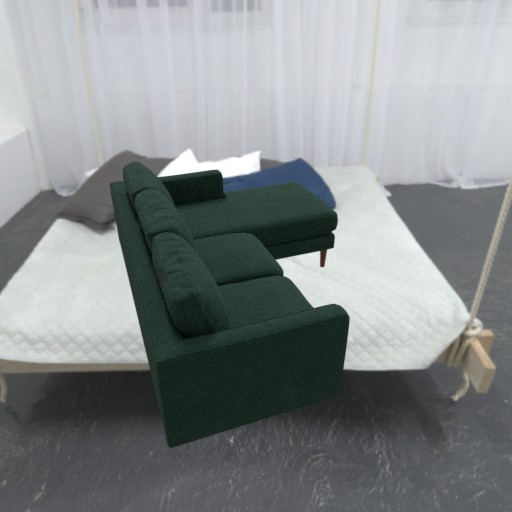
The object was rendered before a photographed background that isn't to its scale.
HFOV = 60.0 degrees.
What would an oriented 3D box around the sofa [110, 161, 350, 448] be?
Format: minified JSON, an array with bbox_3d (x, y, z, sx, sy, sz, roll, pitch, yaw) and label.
[{"bbox_3d":[0.000,0.000,2.850,1.580,0.899,2.030,-11,32,-18],"label":"sofa"}]
